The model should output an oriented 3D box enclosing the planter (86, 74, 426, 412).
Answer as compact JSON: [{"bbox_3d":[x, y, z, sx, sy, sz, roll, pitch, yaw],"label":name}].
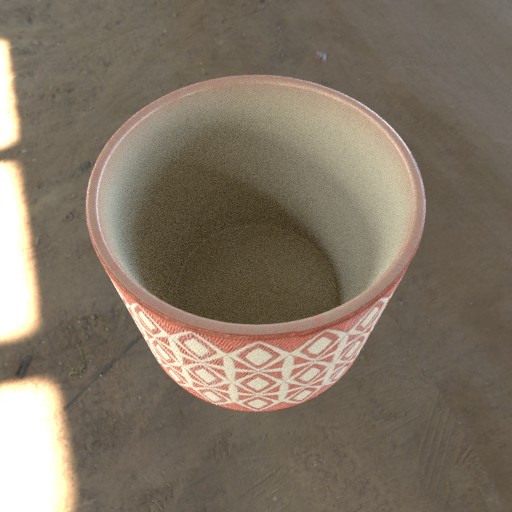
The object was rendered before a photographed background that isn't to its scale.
[{"bbox_3d":[0.000,0.000,0.461,0.273,0.237,0.273,0,58,0],"label":"planter"}]
